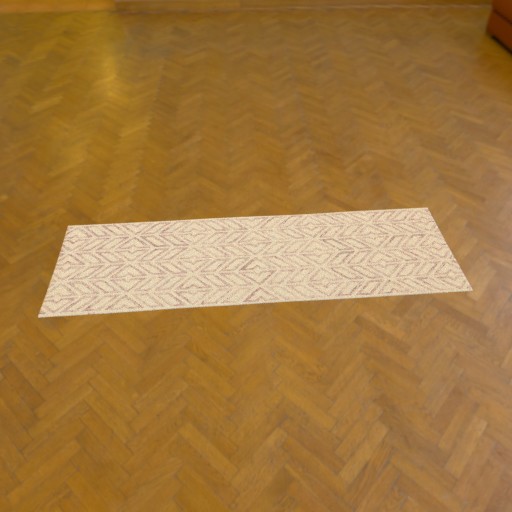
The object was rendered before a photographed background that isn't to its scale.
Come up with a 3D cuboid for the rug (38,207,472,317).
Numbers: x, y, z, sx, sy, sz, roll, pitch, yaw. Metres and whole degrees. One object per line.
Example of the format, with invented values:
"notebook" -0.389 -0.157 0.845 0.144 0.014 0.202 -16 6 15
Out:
"rug" 0.000 0.000 2.735 2.435 0.009 0.750 -3 45 -3
